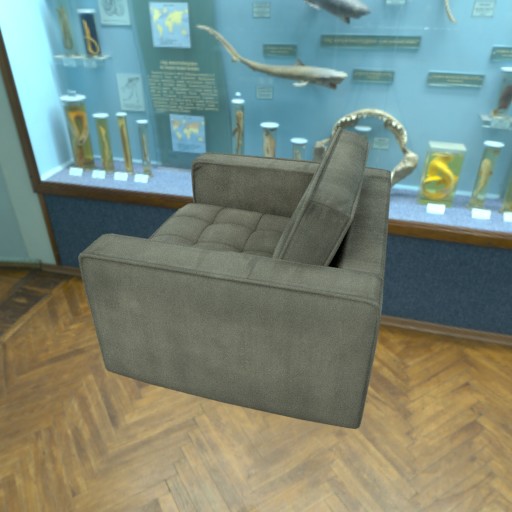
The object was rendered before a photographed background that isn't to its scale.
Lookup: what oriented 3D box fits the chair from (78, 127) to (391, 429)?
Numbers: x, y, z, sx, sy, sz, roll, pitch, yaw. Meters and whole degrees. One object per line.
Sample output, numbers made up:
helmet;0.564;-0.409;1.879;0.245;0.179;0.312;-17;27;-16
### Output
chair;0.000;0.000;1.535;0.843;0.773;0.928;8;32;14
